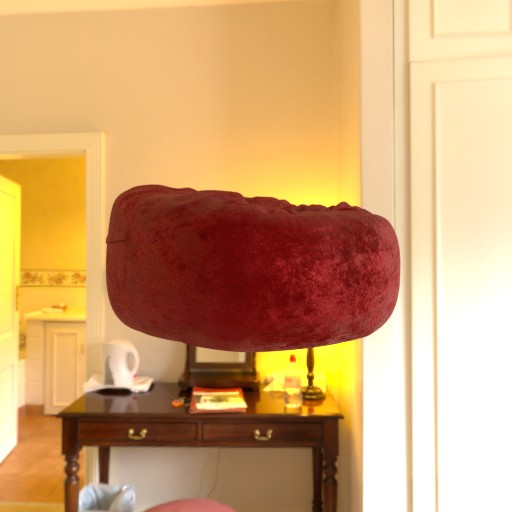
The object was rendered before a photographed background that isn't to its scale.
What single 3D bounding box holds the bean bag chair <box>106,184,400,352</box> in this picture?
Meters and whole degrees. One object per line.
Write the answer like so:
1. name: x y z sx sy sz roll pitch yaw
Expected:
1. bean bag chair: 0.000 0.000 2.465 1.524 0.878 1.524 1 -2 -35
